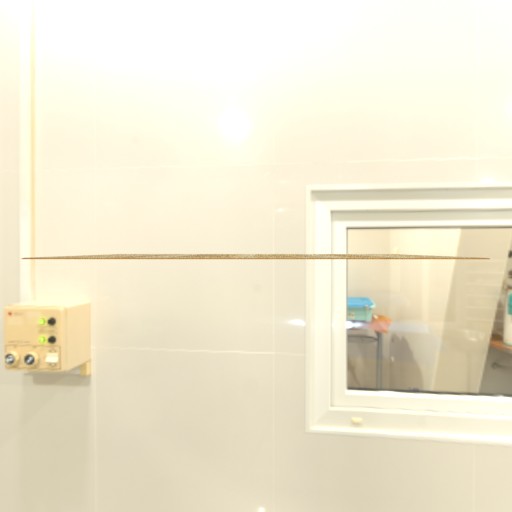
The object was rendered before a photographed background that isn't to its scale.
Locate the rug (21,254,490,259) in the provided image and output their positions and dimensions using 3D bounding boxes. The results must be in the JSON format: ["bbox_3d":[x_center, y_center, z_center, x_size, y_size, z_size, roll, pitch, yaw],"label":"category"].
[{"bbox_3d":[0.000,0.000,2.973,2.336,0.007,1.525,0,1,1],"label":"rug"}]
